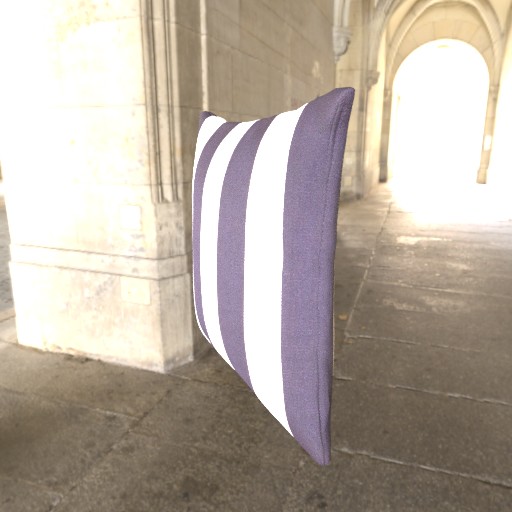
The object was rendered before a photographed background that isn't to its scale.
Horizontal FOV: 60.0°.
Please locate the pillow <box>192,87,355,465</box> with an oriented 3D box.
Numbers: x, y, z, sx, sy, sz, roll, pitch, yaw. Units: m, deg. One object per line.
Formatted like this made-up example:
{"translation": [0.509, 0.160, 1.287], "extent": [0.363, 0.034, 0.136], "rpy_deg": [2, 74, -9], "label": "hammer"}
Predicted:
{"translation": [0.000, 0.000, 0.801], "extent": [0.189, 0.526, 0.536], "rpy_deg": [-7, 16, -25], "label": "pillow"}
